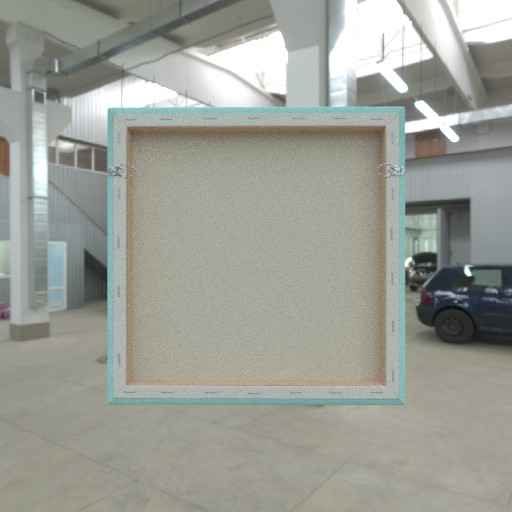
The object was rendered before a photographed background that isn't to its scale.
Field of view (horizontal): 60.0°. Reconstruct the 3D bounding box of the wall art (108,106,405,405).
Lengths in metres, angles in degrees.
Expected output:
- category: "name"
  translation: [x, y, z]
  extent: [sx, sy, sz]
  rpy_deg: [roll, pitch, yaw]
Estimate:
- category: "wall art"
  translation: [0.000, 0.000, 1.156]
  extent: [0.765, 0.766, 0.054]
  rpy_deg: [0, 0, 0]
